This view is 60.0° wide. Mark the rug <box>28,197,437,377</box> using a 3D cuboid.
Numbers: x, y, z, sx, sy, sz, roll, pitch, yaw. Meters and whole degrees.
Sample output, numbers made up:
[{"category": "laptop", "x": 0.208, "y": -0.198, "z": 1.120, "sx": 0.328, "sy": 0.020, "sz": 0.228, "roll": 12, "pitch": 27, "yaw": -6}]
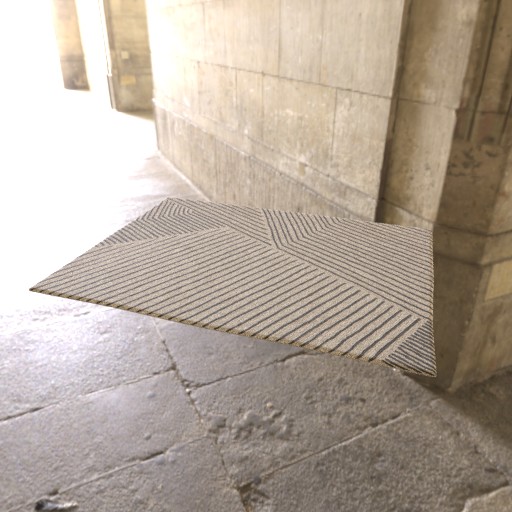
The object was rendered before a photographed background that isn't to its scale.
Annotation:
[{"category": "rug", "x": 0.000, "y": 0.000, "z": 3.233, "sx": 2.449, "sy": 0.028, "sz": 1.829, "roll": 9, "pitch": 29, "yaw": 17}]
